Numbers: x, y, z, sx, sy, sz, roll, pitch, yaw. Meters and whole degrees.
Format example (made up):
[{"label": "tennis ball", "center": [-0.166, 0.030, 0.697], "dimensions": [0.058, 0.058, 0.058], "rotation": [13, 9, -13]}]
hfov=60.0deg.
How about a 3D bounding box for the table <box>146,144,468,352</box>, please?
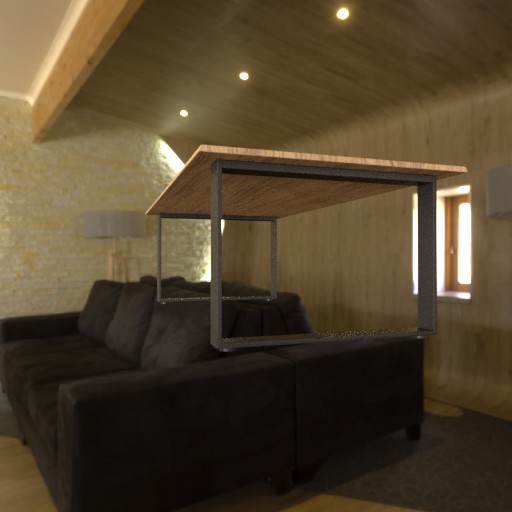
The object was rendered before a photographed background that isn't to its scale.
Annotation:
[{"label": "table", "center": [0.000, 0.000, 1.648], "dimensions": [0.693, 0.445, 1.331], "rotation": [0, -1, -19]}]
